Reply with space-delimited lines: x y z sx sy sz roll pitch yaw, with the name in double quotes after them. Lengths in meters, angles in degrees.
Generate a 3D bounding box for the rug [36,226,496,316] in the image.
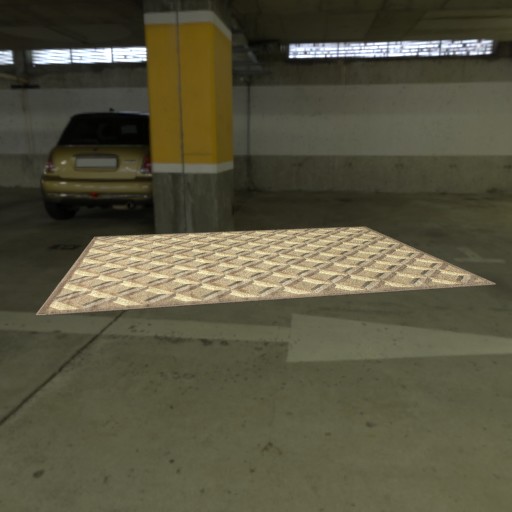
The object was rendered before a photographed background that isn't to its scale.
0.000 0.000 4.222 3.294 0.018 2.382 -3 15 -11 "rug"
